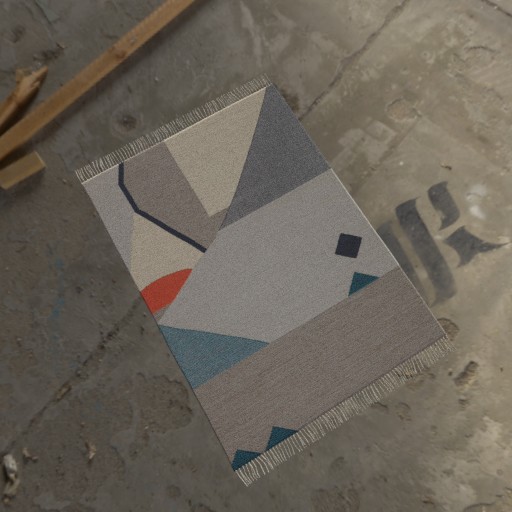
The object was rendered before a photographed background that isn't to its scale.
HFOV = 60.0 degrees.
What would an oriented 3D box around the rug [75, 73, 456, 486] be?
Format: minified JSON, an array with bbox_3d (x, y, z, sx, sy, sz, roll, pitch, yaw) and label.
[{"bbox_3d":[0.000,0.000,2.294,1.220,0.005,1.828,-30,78,-7],"label":"rug"}]
